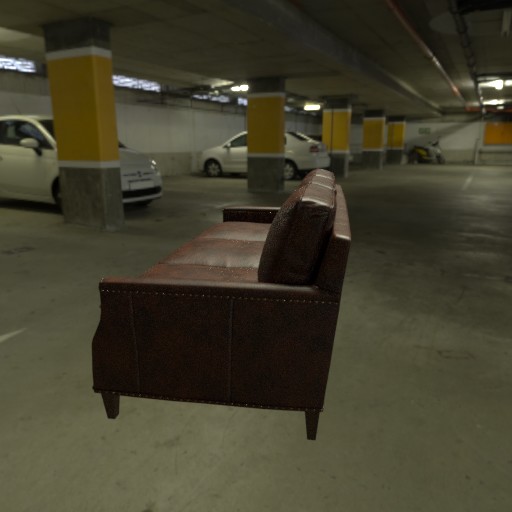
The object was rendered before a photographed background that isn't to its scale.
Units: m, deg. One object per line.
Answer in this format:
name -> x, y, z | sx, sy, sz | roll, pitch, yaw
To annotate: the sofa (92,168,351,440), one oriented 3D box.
sofa -> 0.000, 0.000, 2.799 | 1.084, 1.003, 2.240 | 2, 14, 9
